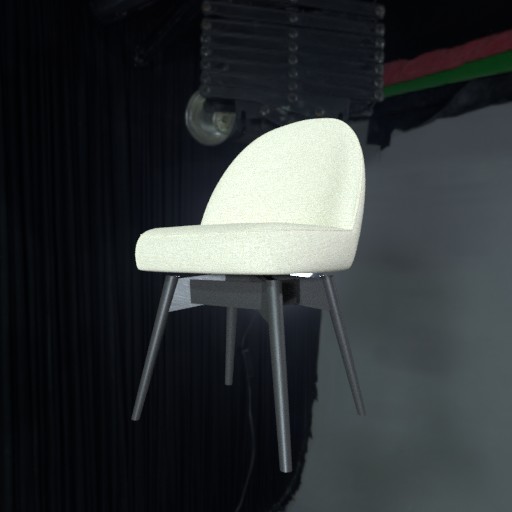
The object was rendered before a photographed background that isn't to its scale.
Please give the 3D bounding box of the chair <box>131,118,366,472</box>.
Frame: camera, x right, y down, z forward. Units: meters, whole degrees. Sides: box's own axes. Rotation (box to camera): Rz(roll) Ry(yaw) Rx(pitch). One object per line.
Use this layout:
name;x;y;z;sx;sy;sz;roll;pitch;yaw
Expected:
chair;0.000;0.000;1.176;0.532;0.838;0.540;0;0;36
